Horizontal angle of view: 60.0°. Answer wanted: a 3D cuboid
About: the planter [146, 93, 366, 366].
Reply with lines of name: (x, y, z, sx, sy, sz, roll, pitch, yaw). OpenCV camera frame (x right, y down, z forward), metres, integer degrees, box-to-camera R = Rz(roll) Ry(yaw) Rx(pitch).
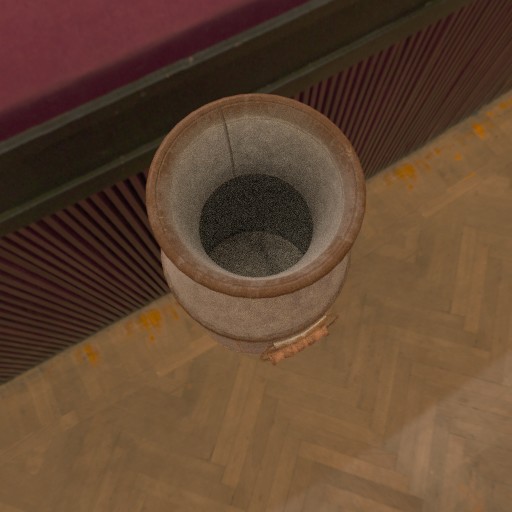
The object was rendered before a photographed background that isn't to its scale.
planter: (0.000, 0.000, 0.531, 0.214, 0.396, 0.245, -28, 77, -7)
